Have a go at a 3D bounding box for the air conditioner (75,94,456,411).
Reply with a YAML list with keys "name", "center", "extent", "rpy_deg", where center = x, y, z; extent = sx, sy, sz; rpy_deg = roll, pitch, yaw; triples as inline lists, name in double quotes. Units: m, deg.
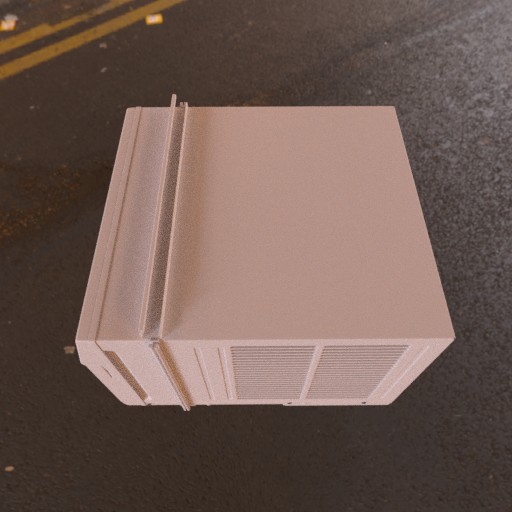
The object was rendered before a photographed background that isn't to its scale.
- name: "air conditioner"
  center: [0.000, 0.000, 0.871]
  extent: [0.546, 0.388, 0.503]
  rpy_deg: [0, 57, 0]
